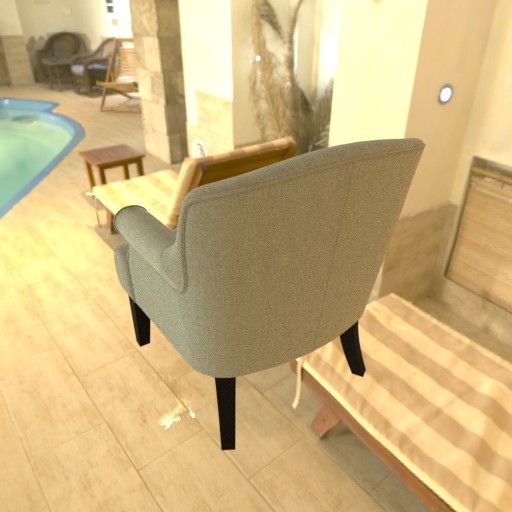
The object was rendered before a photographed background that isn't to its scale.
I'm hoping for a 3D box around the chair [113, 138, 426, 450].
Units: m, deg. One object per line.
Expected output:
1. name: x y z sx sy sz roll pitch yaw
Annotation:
1. chair: 0.000 0.000 1.420 0.772 0.880 0.755 -18 35 -28
